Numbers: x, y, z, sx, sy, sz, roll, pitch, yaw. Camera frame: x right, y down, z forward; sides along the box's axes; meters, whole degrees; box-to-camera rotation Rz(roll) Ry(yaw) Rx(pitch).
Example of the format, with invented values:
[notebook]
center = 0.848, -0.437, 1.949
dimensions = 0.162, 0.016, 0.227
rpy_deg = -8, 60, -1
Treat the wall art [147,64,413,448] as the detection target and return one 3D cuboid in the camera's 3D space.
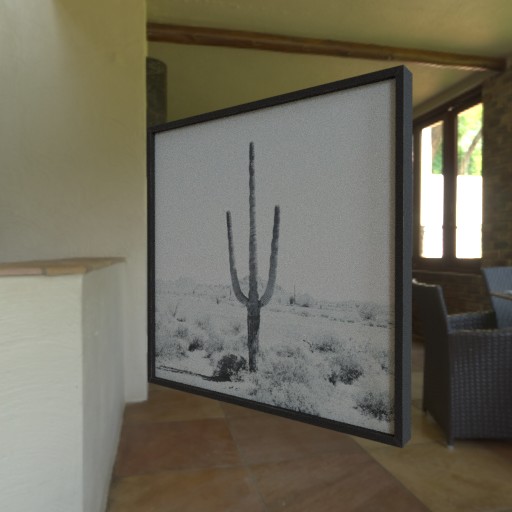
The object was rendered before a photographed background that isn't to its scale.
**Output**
[wall art]
center = 0.000, 0.000, 0.750
dimensions = 0.508, 0.508, 0.038
rpy_deg = 0, 1, 36
